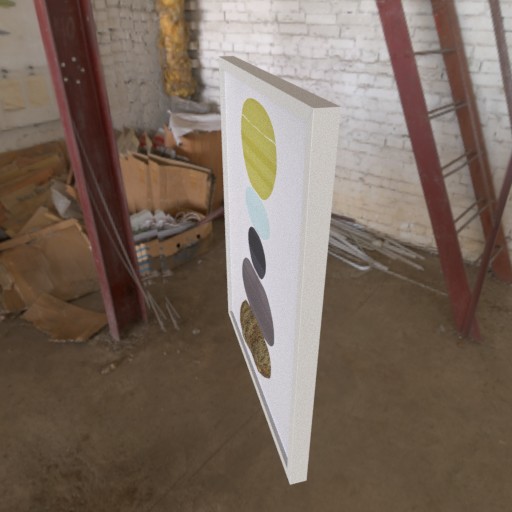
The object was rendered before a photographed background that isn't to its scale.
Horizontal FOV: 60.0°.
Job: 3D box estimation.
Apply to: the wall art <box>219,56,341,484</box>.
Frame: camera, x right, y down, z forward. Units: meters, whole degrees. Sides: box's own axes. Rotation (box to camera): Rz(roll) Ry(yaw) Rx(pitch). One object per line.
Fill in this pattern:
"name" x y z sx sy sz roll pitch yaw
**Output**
"wall art" 0.000 0.000 0.996 0.055 0.763 0.611 -8 31 -13
